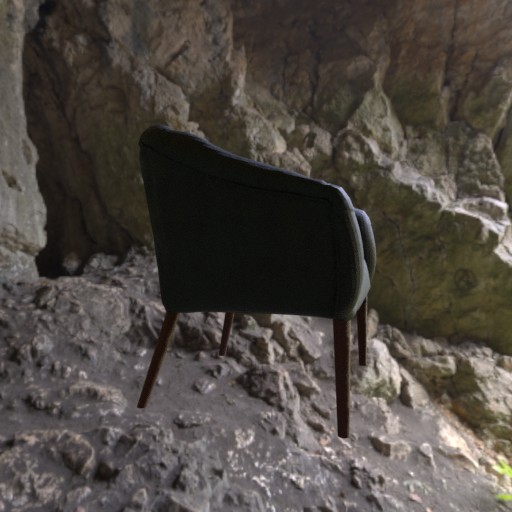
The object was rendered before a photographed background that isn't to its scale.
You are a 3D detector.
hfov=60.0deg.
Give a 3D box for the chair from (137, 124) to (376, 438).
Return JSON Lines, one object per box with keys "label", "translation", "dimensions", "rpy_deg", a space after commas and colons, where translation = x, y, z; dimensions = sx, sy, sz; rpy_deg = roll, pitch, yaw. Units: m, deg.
{"label": "chair", "translation": [0.000, 0.000, 1.535], "dimensions": [0.776, 0.885, 0.851], "rpy_deg": [0, 2, 17]}
